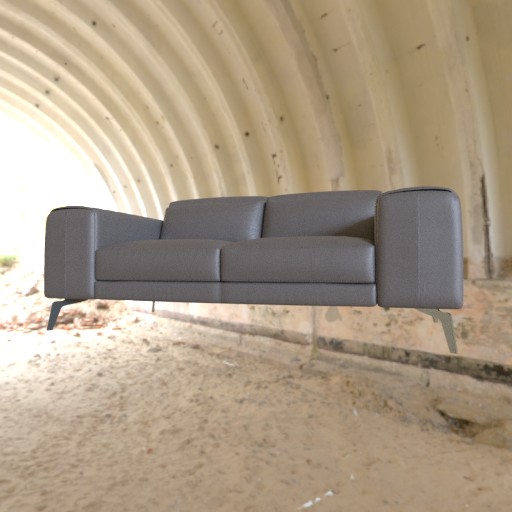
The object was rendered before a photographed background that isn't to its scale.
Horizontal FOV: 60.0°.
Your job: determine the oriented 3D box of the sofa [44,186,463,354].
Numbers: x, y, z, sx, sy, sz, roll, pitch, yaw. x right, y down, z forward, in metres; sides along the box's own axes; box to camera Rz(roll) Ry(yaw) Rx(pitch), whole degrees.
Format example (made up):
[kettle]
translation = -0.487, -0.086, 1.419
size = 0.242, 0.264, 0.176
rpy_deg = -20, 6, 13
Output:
[sofa]
translation = 0.000, 0.000, 2.385
size = 1.930, 0.753, 1.024
rpy_deg = -1, -2, 18
